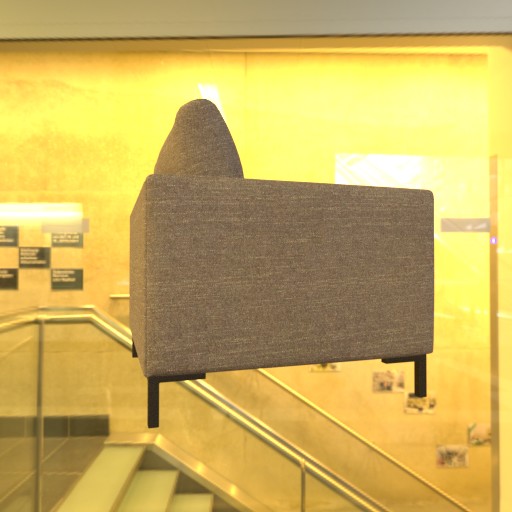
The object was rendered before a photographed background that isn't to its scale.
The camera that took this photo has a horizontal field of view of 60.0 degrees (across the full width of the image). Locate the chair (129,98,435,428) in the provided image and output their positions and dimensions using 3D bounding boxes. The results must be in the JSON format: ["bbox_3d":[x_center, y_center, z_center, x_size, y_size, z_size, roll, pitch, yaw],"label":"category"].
[{"bbox_3d":[0.000,0.000,1.598,0.845,0.841,0.940,0,-1,-18],"label":"chair"}]
